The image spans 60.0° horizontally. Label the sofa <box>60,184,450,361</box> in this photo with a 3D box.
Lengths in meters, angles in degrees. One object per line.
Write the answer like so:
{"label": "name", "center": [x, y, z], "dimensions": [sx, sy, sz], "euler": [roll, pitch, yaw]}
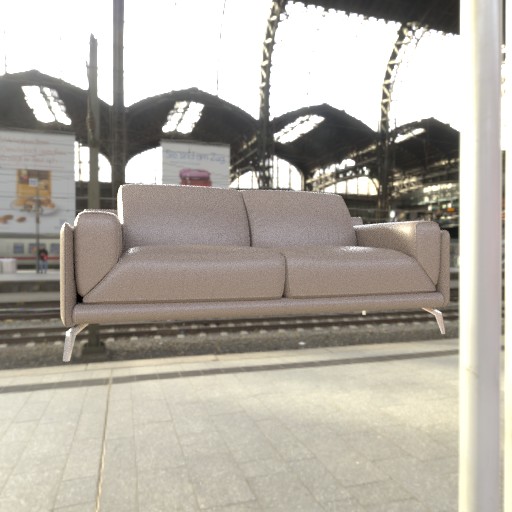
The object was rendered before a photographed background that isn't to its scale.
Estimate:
{"label": "sofa", "center": [0.000, 0.000, 2.667], "dimensions": [2.101, 0.930, 1.049], "euler": [0, 0, -19]}
